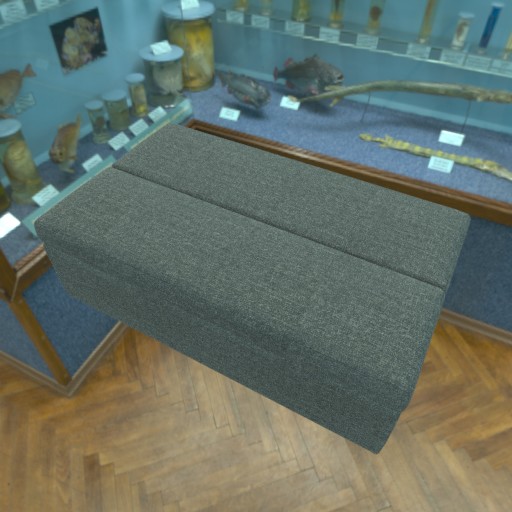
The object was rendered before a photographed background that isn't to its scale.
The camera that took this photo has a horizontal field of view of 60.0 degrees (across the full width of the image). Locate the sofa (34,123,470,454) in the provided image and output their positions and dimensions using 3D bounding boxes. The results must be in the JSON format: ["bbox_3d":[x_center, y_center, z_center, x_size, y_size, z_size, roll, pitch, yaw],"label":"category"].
[{"bbox_3d":[0.000,0.000,1.550,1.198,0.417,0.782,22,50,20],"label":"sofa"}]
